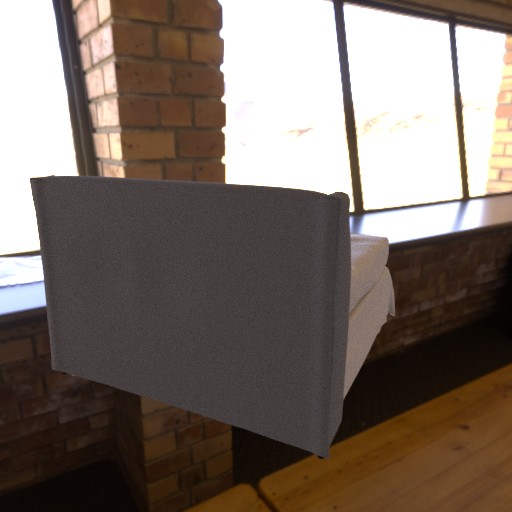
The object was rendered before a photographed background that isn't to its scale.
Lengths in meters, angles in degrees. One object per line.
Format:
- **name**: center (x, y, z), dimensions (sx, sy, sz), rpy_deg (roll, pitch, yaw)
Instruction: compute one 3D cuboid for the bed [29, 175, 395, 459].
- **bed**: center (0.000, 0.000, 3.354), dimensions (1.925, 1.332, 2.276), rpy_deg (8, 17, 25)
